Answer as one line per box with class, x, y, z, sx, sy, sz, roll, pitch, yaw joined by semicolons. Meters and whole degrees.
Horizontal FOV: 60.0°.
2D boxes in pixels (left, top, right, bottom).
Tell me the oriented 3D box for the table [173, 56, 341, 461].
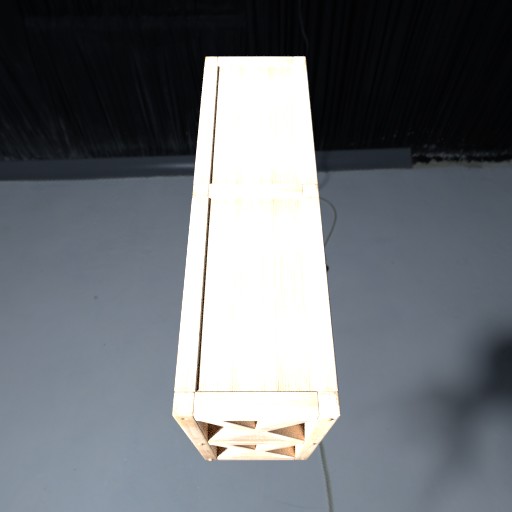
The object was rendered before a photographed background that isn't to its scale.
table;0.000;0.000;1.662;0.381;0.762;1.320;0;58;0
